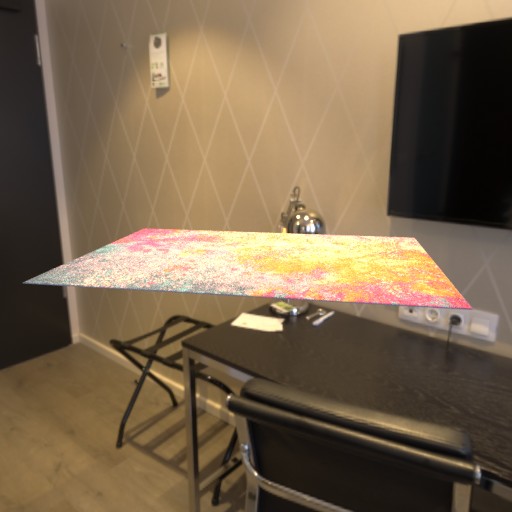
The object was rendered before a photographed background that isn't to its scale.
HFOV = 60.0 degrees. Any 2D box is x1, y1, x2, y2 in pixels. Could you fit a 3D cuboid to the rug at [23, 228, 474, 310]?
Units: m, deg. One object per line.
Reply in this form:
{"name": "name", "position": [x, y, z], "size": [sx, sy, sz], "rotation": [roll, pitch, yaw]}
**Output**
{"name": "rug", "position": [0.000, 0.000, 3.737], "size": [2.896, 0.013, 2.007], "rotation": [2, 15, 10]}
